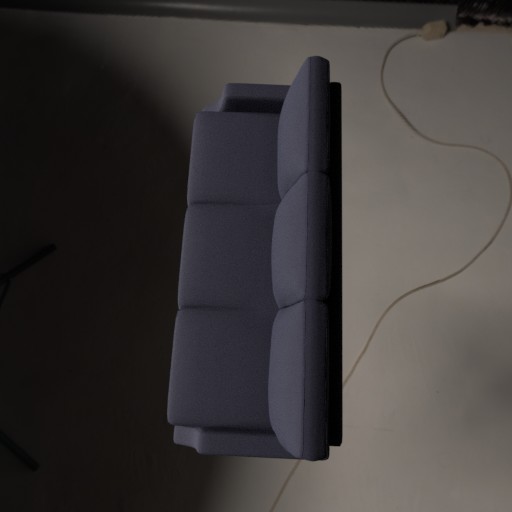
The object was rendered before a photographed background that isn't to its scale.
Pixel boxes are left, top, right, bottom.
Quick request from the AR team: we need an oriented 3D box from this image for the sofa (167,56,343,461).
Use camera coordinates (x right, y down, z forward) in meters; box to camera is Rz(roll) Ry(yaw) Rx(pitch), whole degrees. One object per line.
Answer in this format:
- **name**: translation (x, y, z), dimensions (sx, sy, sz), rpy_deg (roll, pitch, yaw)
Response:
- **sofa**: translation (0.000, 0.000, 2.569), dimensions (0.888, 0.984, 2.115), rpy_deg (3, 75, 1)
